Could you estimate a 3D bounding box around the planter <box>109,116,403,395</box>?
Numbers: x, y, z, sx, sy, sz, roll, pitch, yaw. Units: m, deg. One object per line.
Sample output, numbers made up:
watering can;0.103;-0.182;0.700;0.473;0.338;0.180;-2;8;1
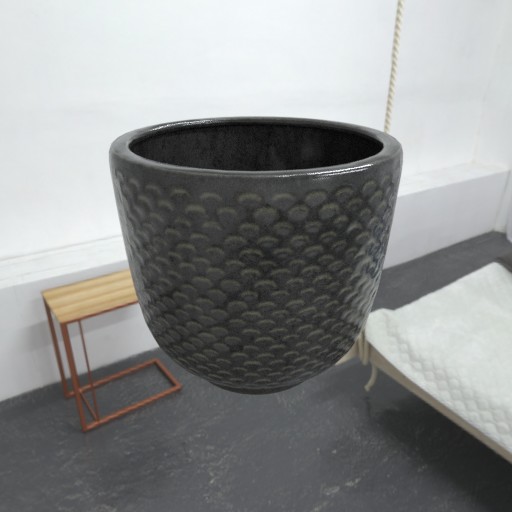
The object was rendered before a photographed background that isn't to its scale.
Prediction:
planter;0.000;0.000;0.245;0.140;0.129;0.140;0;26;0
